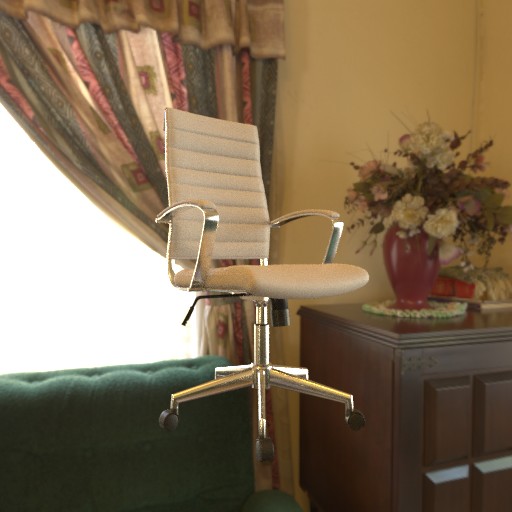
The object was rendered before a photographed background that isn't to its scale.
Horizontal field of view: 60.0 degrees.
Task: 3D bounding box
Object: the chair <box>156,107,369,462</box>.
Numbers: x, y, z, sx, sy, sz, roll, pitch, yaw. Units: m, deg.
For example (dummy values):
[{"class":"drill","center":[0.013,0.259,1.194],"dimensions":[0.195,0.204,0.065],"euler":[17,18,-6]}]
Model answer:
[{"class":"chair","center":[0.000,0.000,1.598],"dimensions":[0.679,1.149,0.667],"euler":[0,0,-36]}]
